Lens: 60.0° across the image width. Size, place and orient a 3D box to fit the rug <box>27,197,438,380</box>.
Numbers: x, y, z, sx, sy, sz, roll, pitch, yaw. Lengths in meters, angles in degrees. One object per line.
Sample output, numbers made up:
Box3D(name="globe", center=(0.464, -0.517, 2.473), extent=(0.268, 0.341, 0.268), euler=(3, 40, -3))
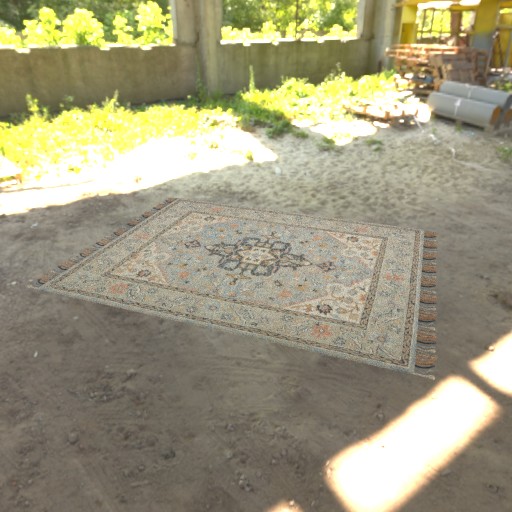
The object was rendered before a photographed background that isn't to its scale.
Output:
Box3D(name="rug", center=(0.000, 0.000, 2.246), extent=(1.730, 0.009, 1.278), euler=(9, 28, 18))
